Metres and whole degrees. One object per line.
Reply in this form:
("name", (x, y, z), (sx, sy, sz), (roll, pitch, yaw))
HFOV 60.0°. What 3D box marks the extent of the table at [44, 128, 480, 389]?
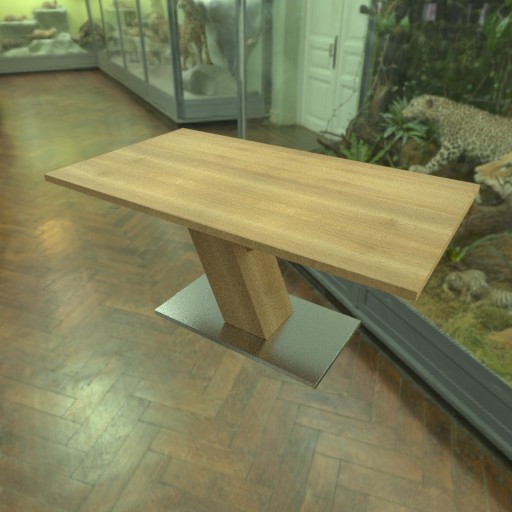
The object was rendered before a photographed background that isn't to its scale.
("table", (0.000, 0.000, 2.052), (1.600, 0.750, 0.900), (19, 35, 28))
